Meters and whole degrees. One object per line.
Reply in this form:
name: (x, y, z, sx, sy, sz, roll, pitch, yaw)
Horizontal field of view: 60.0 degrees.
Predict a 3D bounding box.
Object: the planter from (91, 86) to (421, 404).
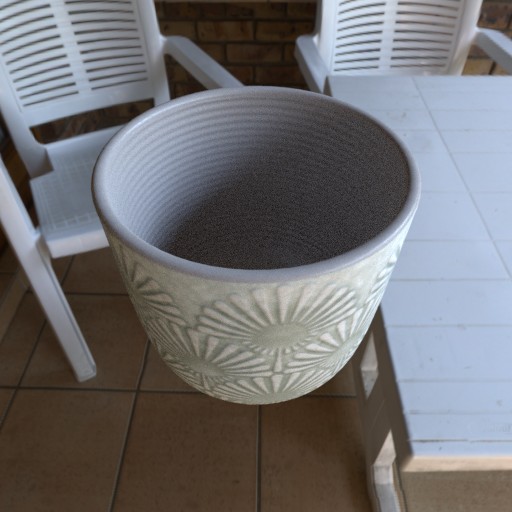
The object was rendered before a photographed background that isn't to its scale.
planter: (0.000, 0.000, 0.210, 0.124, 0.109, 0.124, 0, 46, 0)
